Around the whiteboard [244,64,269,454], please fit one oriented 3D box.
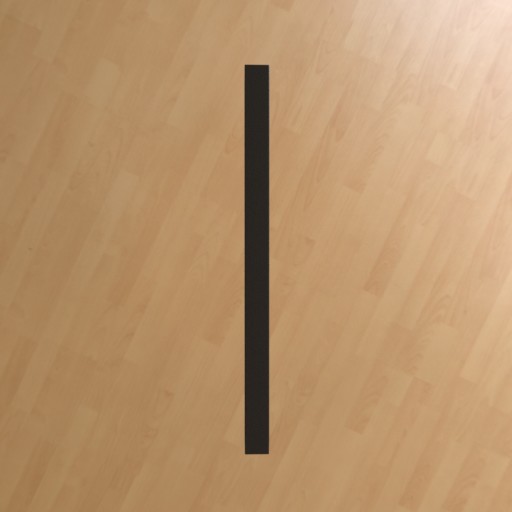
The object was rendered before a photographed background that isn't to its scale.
[{"bbox_3d":[0.000,0.000,0.766,0.026,0.611,0.406,0,91,0],"label":"whiteboard"}]
